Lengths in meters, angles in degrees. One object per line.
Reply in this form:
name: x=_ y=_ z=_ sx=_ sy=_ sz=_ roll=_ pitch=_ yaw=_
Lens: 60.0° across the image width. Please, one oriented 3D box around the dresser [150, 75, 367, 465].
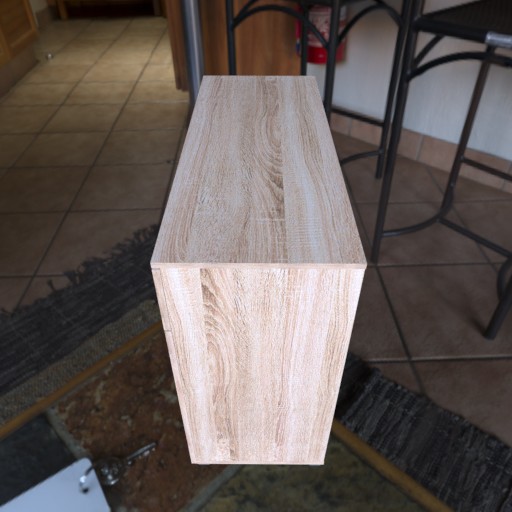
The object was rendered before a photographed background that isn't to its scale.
dresser: x=0.000 y=0.000 z=1.594 sx=0.450 sy=0.900 sz=1.100 roll=0 pitch=40 yaw=0
